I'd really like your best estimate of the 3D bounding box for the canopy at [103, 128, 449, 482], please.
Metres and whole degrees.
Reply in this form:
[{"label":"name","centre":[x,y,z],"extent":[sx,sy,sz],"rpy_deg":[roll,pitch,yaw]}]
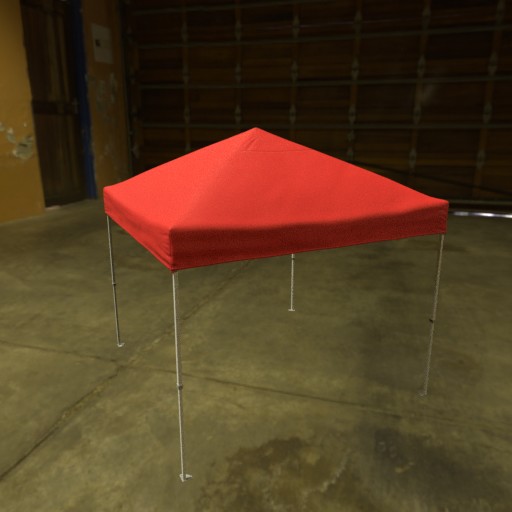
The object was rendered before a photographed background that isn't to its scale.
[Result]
[{"label":"canopy","centre":[0.000,0.000,5.387],"extent":[2.996,2.997,2.998],"rpy_deg":[-8,17,-26]}]
